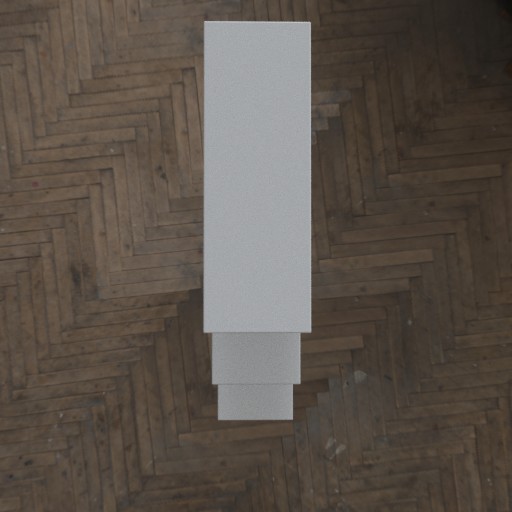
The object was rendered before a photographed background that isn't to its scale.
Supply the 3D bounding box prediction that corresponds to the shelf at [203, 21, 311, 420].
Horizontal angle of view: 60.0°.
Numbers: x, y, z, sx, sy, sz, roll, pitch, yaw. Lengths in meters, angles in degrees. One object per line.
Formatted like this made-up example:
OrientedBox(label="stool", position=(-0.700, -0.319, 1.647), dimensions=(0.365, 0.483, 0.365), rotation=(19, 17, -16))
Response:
OrientedBox(label="shelf", position=(0.000, 0.000, 0.721), dimensions=(0.140, 0.293, 0.610), rotation=(0, 89, -1))
